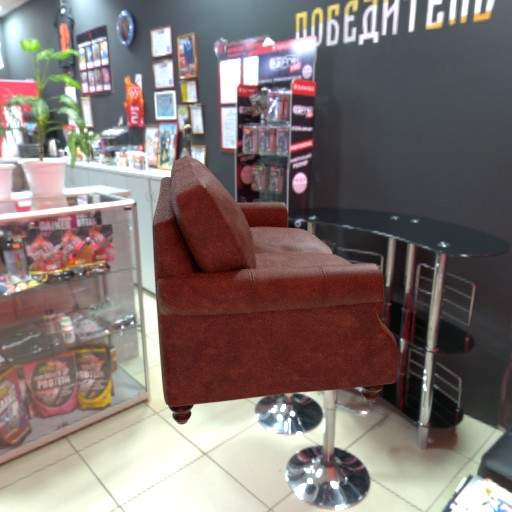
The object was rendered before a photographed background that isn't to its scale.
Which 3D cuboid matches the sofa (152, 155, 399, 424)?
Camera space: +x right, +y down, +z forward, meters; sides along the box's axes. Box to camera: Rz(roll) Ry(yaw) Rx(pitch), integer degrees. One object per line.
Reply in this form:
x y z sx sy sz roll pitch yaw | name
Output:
0.000 0.000 2.341 0.990 0.967 1.616 -3 17 -10 | sofa
